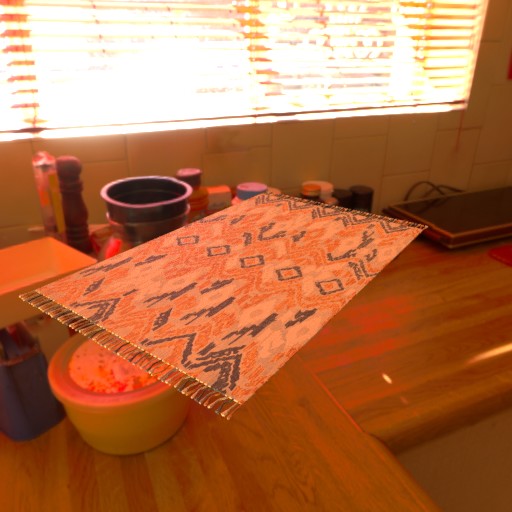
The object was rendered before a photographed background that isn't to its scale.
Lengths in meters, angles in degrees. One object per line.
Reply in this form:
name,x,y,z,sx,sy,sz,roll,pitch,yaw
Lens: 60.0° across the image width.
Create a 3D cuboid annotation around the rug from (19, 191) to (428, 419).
rug,0.000,0.000,2.956,1.533,0.010,2.428,18,31,32
